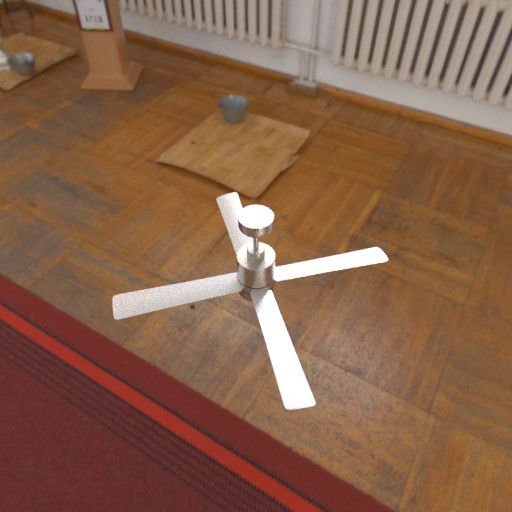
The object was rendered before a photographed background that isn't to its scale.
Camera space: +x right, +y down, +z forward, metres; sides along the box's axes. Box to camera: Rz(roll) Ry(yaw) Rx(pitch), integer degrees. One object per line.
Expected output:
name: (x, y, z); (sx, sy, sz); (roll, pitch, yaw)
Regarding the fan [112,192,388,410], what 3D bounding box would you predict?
fan: (0.000, 0.000, 2.288); (1.525, 0.539, 1.525); (-10, 47, -10)
